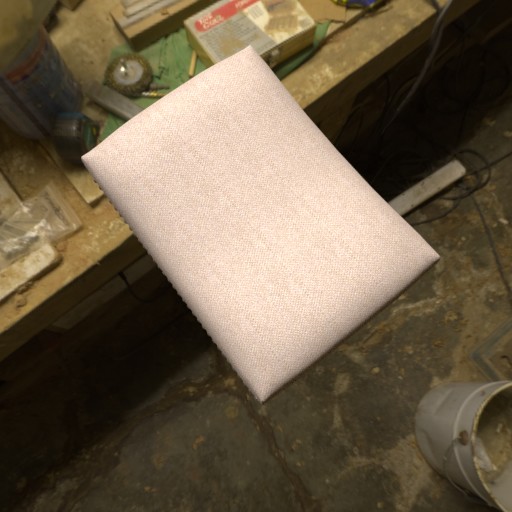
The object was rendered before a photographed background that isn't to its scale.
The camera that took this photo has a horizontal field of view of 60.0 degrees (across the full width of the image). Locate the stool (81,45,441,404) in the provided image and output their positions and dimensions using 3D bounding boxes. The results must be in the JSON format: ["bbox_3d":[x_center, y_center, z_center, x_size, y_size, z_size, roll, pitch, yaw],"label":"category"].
[{"bbox_3d":[0.000,0.000,1.043,0.372,0.742,0.504,-37,79,-8],"label":"stool"}]
